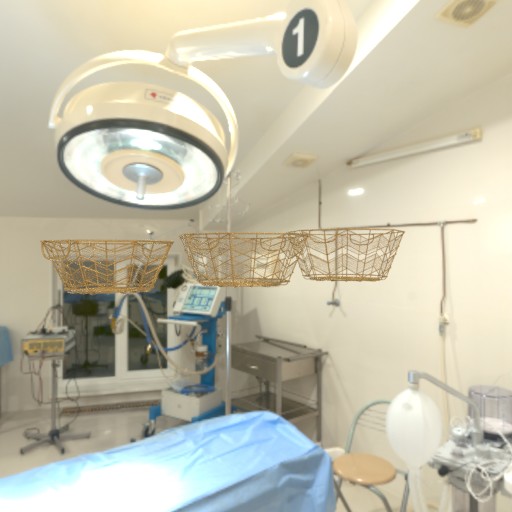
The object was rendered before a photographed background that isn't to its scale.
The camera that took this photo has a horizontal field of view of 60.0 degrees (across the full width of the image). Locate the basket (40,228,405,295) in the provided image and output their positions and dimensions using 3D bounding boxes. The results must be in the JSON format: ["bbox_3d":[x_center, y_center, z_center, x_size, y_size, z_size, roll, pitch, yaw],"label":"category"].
[{"bbox_3d":[0.000,0.000,1.398,1.245,0.178,0.432,0,0,-36],"label":"basket"}]
